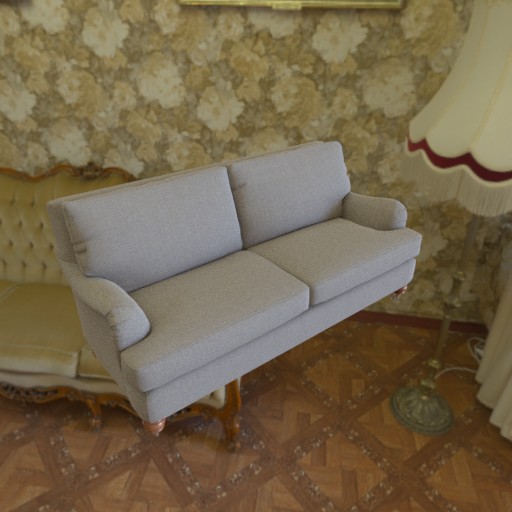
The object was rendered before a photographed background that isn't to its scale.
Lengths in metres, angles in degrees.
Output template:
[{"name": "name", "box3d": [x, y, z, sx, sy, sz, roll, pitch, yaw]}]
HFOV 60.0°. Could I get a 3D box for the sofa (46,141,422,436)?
[{"name": "sofa", "box3d": [0.000, 0.000, 2.819, 2.160, 1.054, 1.087, -21, 35, -33]}]
